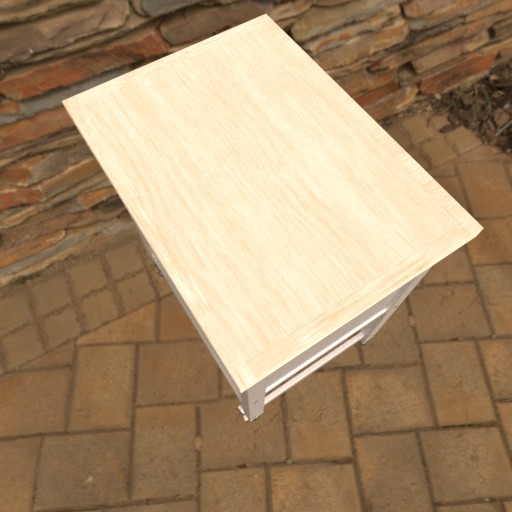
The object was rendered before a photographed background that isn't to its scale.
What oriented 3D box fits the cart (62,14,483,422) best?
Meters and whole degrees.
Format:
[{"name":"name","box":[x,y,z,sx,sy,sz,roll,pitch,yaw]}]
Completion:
[{"name":"cart","box":[0.000,0.000,1.343,0.559,0.914,0.762,-30,67,-14]}]
